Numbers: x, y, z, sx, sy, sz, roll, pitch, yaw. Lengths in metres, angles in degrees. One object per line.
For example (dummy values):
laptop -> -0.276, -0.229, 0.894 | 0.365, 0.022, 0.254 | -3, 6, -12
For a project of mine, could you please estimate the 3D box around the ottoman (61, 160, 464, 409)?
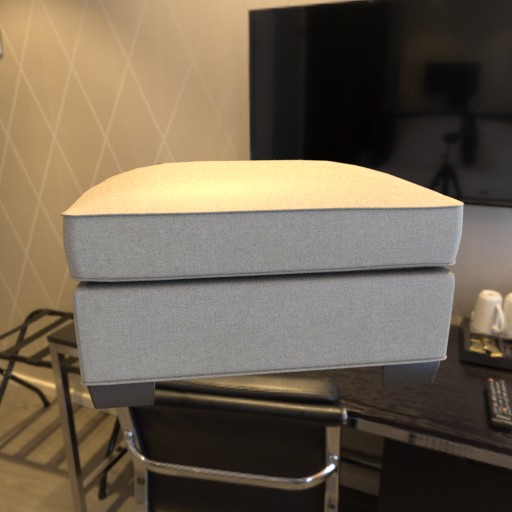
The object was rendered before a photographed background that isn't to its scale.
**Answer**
ottoman -> 0.000, 0.000, 1.230 | 0.843, 0.504, 0.619 | -2, 17, -7
